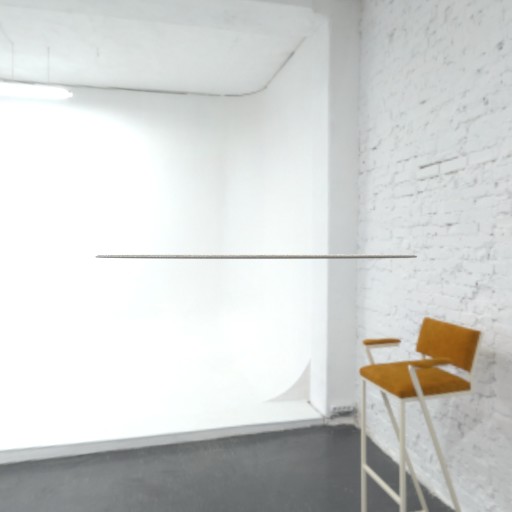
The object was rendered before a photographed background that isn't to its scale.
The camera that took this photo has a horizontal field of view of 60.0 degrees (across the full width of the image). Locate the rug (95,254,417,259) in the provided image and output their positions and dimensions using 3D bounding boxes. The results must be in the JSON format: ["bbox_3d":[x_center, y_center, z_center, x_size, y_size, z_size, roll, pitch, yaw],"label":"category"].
[{"bbox_3d":[0.000,0.000,2.333,1.593,0.012,1.593,0,0,0],"label":"rug"}]
